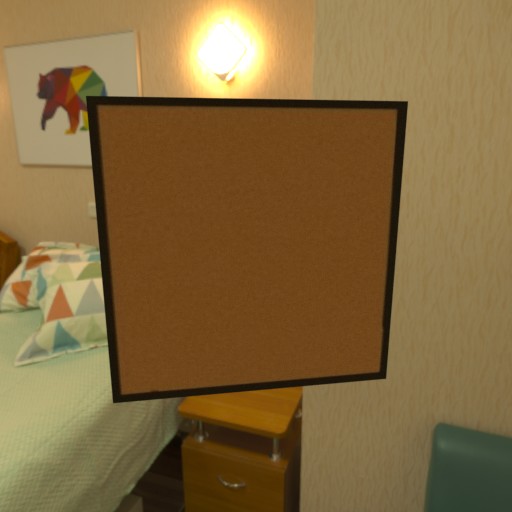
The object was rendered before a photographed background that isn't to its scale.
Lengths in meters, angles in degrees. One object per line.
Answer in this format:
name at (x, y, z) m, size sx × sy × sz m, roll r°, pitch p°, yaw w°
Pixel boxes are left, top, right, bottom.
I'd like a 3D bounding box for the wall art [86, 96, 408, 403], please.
wall art at (0.000, 0.000, 1.228) m, size 0.823 × 0.823 × 0.013 m, roll -2°, pitch 14°, yaw -9°
